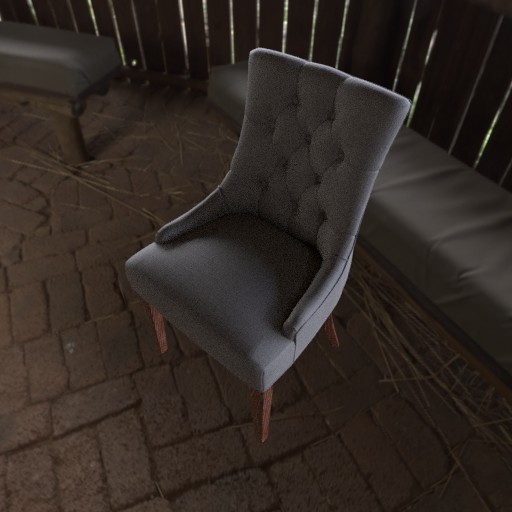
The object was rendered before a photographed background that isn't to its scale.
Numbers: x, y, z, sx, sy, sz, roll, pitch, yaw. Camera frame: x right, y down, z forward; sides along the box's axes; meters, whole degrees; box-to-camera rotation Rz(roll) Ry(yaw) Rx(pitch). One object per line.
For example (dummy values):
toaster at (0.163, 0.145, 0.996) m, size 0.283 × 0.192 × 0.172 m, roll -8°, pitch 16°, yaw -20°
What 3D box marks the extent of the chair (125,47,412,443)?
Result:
chair at (0.000, 0.000, 1.211) m, size 0.509 × 0.874 × 0.565 m, roll 33°, pitch 54°, yaw 28°
